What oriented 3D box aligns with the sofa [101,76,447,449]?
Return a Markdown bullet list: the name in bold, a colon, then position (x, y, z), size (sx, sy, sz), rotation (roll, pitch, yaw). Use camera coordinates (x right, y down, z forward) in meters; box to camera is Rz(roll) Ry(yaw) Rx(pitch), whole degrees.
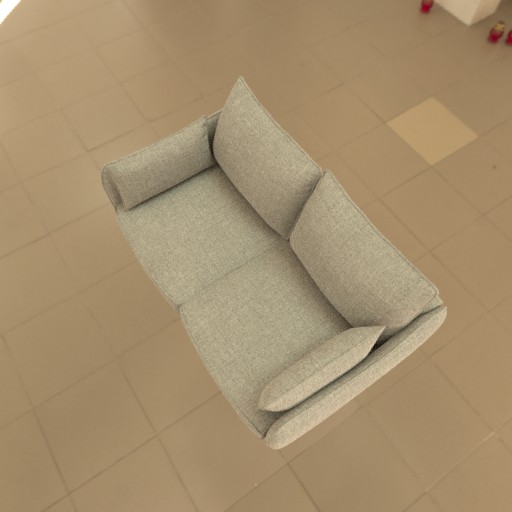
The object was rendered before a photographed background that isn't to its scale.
- **sofa**: position (0.000, 0.000, 2.185), size (0.972, 0.851, 1.580), rotation (-31, 67, -15)
